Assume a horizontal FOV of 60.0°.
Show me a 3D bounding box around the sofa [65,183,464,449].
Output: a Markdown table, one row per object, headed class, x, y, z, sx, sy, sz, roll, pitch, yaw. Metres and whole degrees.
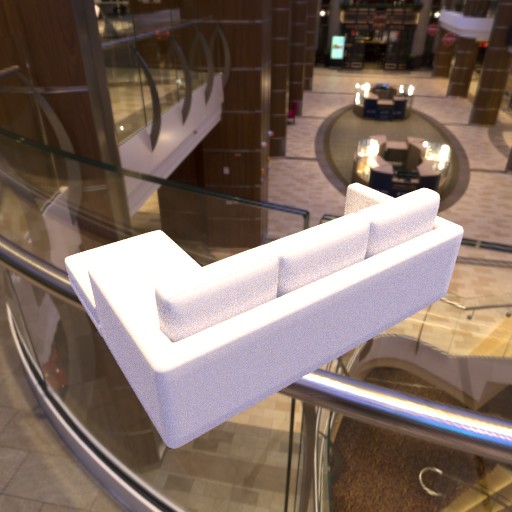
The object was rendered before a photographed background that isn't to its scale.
| class | x | y | z | sx | sy | sz | roll | pitch | yaw |
| --- | --- | --- | --- | --- | --- | --- | --- | --- | --- |
| sofa | 0.000 | 0.000 | 2.858 | 2.029 | 0.899 | 1.580 | -20 | 37 | -29 |
